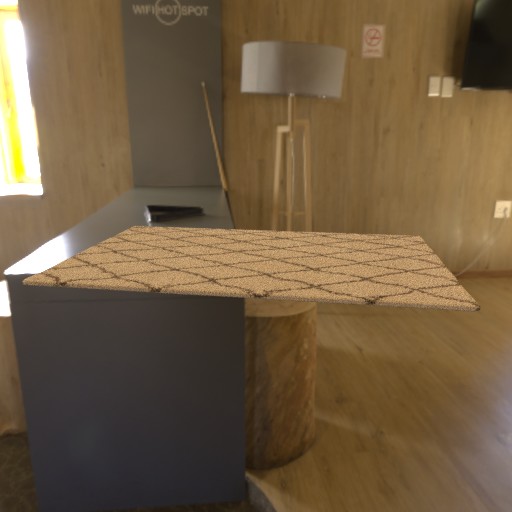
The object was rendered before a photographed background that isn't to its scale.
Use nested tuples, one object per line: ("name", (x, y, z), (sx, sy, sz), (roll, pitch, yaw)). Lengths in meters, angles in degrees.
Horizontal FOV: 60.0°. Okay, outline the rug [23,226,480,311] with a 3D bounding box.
("rug", (0.000, 0.000, 3.035), (2.438, 0.030, 1.524), (3, 16, 9))
